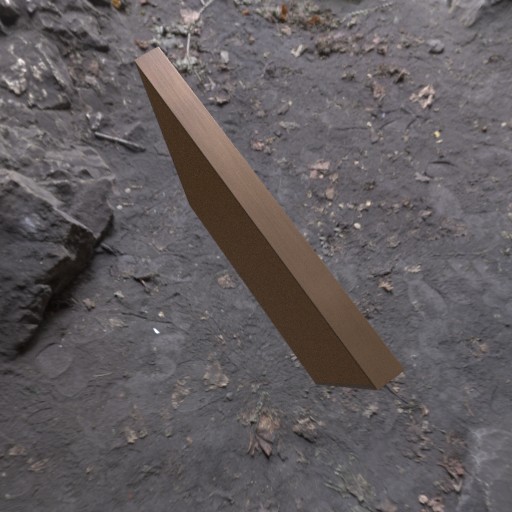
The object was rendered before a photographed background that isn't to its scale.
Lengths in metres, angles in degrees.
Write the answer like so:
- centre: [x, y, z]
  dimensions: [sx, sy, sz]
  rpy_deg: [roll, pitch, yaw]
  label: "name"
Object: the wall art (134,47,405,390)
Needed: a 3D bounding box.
- centre: [0.000, 0.000, 0.782]
  dimensions: [0.038, 0.511, 0.513]
  rpy_deg: [-34, 77, -9]
  label: "wall art"
